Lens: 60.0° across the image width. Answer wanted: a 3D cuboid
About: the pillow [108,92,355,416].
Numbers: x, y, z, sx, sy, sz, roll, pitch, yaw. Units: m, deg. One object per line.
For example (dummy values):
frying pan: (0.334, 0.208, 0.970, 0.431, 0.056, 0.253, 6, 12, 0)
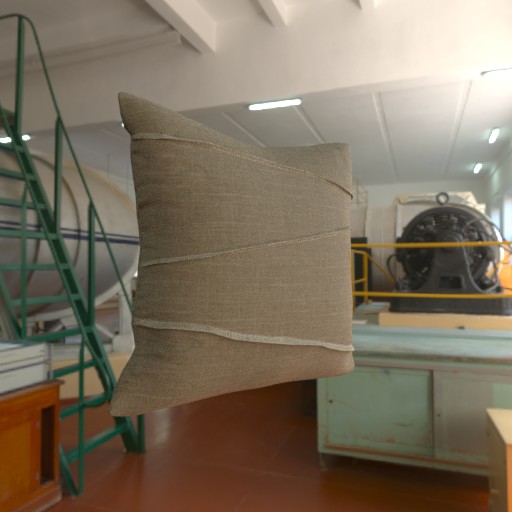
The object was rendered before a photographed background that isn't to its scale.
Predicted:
pillow: (0.000, 0.000, 0.653, 0.424, 0.400, 0.169, 1, -2, -35)
